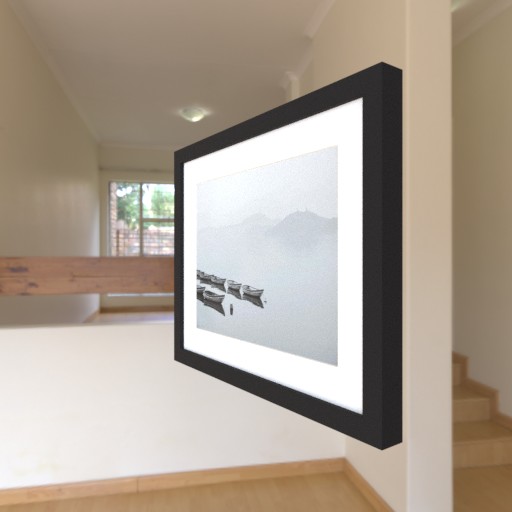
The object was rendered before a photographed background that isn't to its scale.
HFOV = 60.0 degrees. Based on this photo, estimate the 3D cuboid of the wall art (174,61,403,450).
[{"bbox_3d":[0.000,0.000,0.539,0.028,0.325,0.397,0,0,-36],"label":"wall art"}]
